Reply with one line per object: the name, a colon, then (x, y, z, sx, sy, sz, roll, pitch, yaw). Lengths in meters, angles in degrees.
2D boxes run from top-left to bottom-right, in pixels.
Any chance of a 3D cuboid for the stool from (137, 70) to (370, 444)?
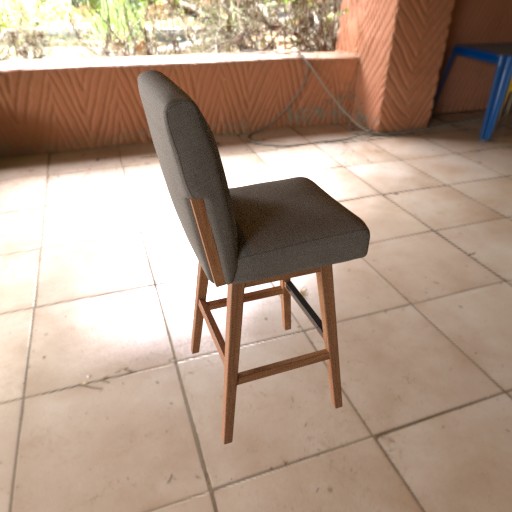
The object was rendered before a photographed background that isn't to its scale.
stool: (0.000, 0.000, 1.437, 0.570, 1.112, 0.483, -11, 33, -17)
